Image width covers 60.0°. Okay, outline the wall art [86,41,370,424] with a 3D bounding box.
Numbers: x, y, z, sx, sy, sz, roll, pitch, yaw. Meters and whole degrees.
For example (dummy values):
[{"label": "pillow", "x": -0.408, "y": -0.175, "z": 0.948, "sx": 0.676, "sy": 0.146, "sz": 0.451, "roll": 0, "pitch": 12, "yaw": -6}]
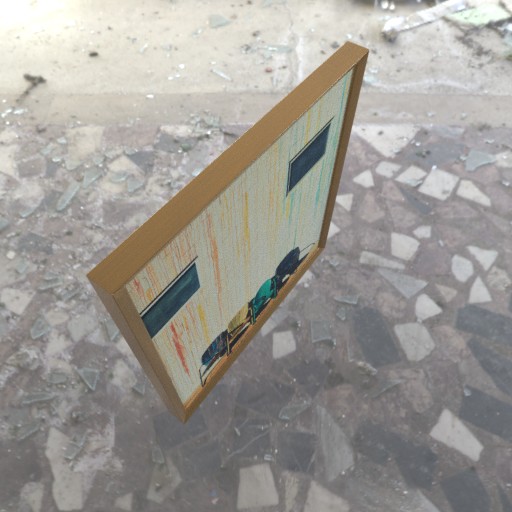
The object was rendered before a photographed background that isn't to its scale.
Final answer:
[{"label": "wall art", "x": 0.000, "y": 0.000, "z": 0.746, "sx": 0.037, "sy": 0.505, "sz": 0.505, "roll": 32, "pitch": 62, "yaw": 19}]
